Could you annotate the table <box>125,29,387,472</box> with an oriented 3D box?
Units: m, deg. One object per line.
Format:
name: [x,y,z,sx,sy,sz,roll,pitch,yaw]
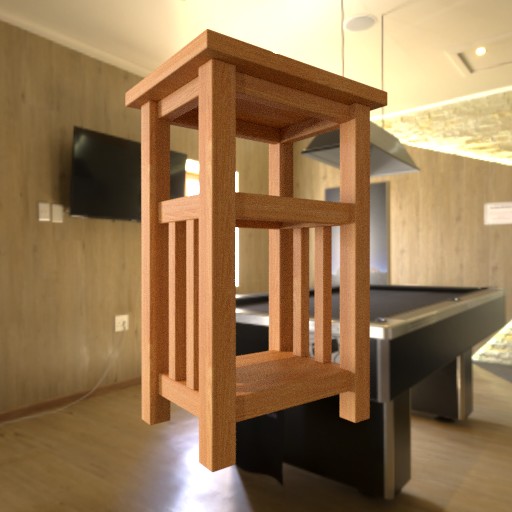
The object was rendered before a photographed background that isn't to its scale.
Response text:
table: [0.000,0.000,0.747,0.350,0.550,0.270,0,0,-37]
